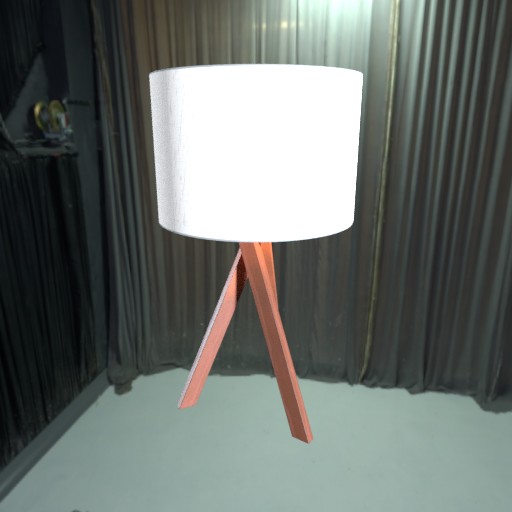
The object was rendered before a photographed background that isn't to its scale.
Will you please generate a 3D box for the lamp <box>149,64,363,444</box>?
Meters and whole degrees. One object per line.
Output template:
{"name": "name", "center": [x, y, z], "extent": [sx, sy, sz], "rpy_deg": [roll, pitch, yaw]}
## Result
{"name": "lamp", "center": [0.000, 0.000, 0.910], "extent": [0.380, 0.686, 0.380], "rpy_deg": [2, 17, 7]}
